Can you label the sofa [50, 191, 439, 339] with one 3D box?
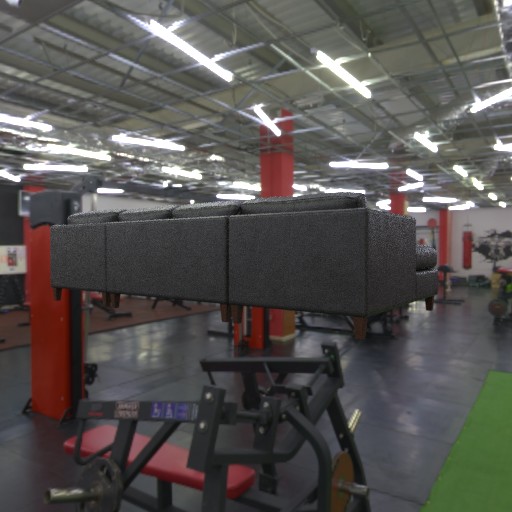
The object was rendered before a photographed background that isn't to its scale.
[{"bbox_3d":[0.000,0.000,4.432,3.324,0.891,2.452,1,1,36],"label":"sofa"}]
